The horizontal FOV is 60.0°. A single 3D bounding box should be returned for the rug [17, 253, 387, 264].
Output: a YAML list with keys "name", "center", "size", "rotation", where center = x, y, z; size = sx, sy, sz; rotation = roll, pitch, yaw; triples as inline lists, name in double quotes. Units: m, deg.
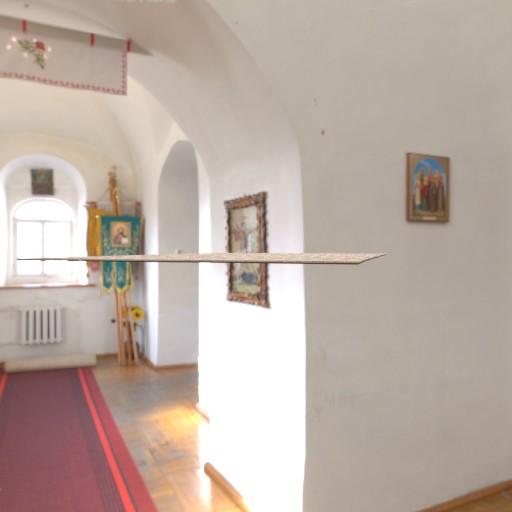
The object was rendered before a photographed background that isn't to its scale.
- name: "rug"
  center: [0.000, 0.000, 2.281]
  size: [1.219, 0.008, 1.829]
  rotation: [0, 1, 19]
